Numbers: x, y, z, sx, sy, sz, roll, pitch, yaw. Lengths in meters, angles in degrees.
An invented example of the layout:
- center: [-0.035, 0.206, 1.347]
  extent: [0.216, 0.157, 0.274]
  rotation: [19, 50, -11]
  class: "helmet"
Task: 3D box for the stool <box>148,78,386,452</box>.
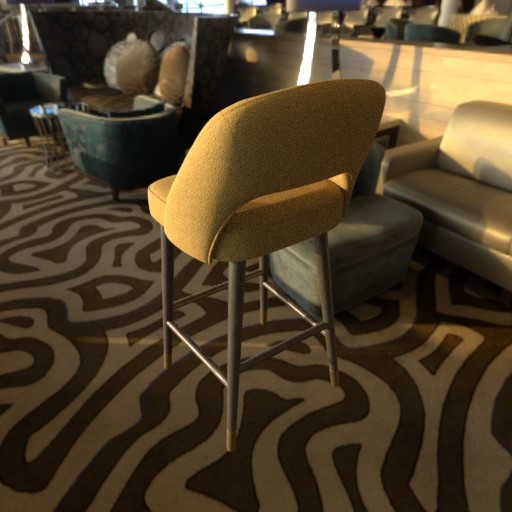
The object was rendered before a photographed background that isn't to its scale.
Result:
- center: [0.000, 0.000, 1.306]
  extent: [0.536, 1.032, 0.522]
  rotation: [-20, 36, -30]
  class: "stool"
